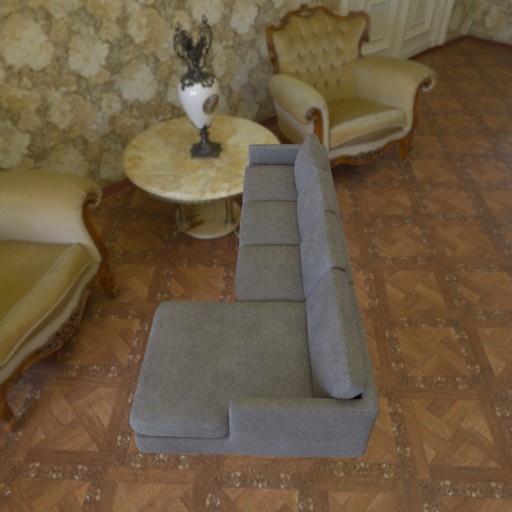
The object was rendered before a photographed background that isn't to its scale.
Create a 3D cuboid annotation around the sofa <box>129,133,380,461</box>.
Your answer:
[{"bbox_3d":[0.000,0.000,4.130,1.604,0.950,3.471,1,41,1],"label":"sofa"}]
